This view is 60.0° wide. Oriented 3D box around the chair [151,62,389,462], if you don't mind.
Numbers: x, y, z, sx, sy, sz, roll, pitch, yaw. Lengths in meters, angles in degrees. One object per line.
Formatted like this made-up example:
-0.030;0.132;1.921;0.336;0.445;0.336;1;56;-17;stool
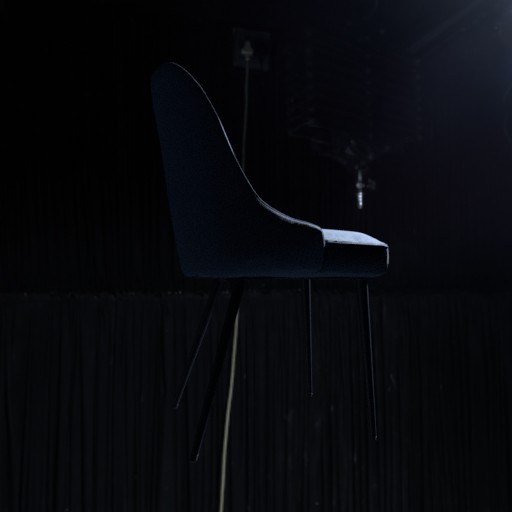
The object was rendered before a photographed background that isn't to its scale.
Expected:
0.000;0.000;1.196;0.559;0.896;0.478;0;-2;-17;chair
